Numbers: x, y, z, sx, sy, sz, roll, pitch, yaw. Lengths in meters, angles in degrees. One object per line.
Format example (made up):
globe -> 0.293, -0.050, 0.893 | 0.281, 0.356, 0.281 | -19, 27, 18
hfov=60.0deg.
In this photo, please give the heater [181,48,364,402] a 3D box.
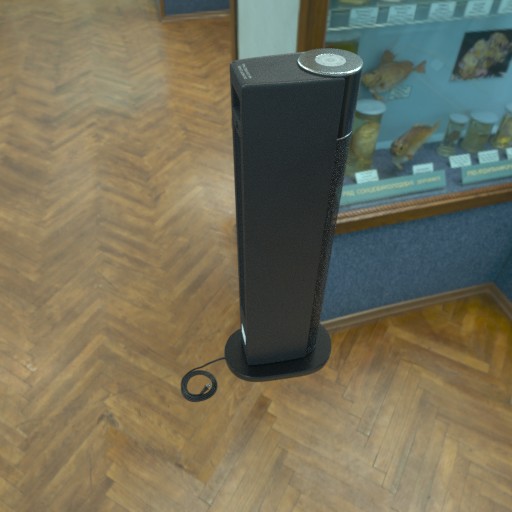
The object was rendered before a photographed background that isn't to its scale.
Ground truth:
heater -> 0.000, 0.000, 1.018 | 0.458, 0.856, 0.214 | -10, 46, -9
